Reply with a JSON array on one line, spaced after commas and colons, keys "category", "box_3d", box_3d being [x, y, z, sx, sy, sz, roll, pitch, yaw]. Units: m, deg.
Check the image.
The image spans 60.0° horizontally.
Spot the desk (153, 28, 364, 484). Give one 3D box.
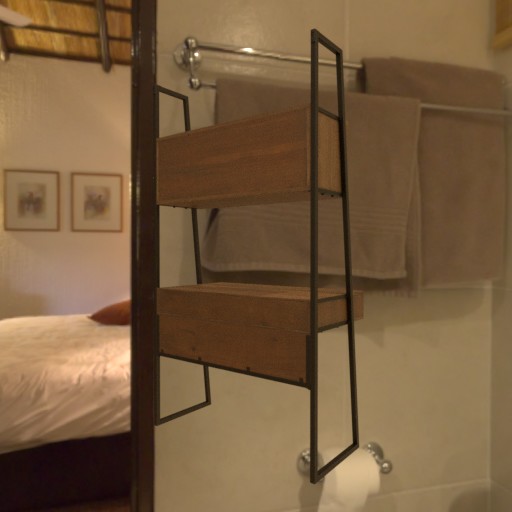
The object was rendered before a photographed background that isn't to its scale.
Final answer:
[{"category": "desk", "box_3d": [0.000, 0.000, 2.254, 0.982, 1.809, 0.515, 1, 1, 38]}]
